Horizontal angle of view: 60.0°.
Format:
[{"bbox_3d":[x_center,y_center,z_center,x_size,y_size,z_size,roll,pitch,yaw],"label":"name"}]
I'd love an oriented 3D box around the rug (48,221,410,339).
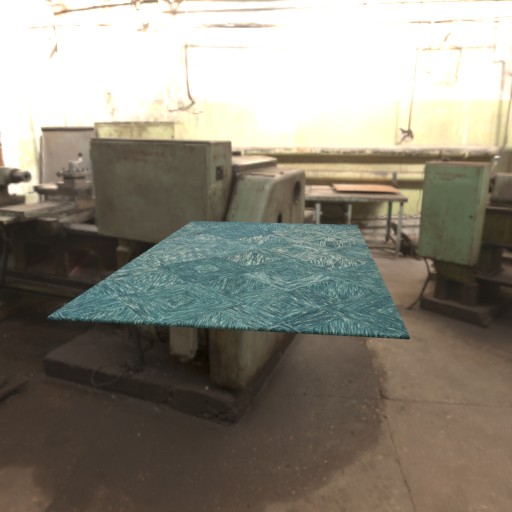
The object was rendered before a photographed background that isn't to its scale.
[{"bbox_3d":[0.000,0.000,2.877,1.490,0.015,2.277,2,15,7],"label":"rug"}]
